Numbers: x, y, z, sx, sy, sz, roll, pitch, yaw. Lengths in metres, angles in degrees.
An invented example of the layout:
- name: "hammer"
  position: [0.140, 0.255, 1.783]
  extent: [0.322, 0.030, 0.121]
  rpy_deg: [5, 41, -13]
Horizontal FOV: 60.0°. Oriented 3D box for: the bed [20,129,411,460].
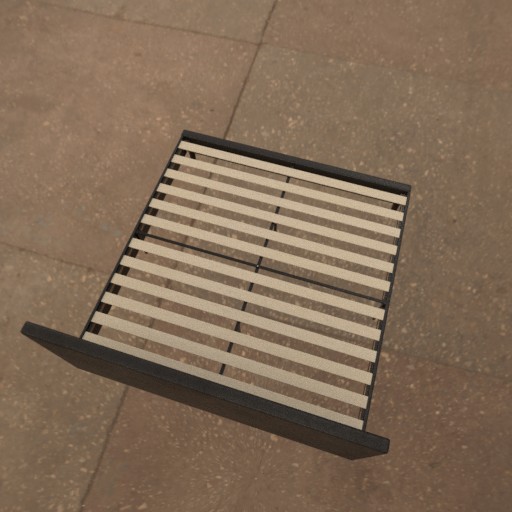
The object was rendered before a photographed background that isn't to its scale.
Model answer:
- name: "bed"
  position: [0.000, 0.000, 3.191]
  extent: [2.018, 1.046, 2.152]
  rpy_deg: [16, 64, 8]
